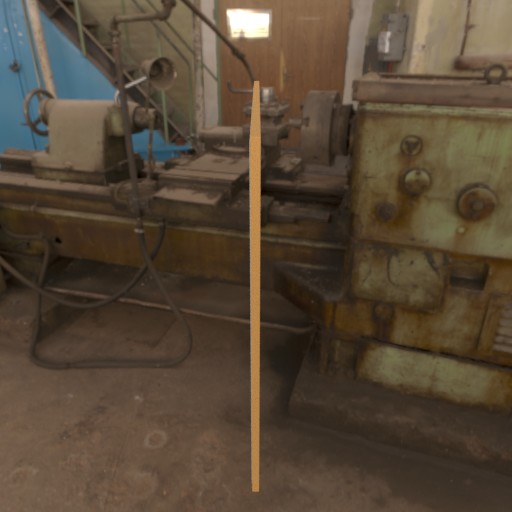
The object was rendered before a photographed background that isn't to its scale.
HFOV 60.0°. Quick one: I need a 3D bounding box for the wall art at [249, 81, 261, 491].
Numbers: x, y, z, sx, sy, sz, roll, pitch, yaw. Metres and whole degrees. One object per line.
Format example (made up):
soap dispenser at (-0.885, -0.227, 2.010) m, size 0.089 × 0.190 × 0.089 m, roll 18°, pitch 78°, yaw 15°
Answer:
wall art at (0.000, 0.000, 0.974) m, size 0.014 × 0.655 × 0.657 m, roll 0°, pitch 27°, yaw 0°
